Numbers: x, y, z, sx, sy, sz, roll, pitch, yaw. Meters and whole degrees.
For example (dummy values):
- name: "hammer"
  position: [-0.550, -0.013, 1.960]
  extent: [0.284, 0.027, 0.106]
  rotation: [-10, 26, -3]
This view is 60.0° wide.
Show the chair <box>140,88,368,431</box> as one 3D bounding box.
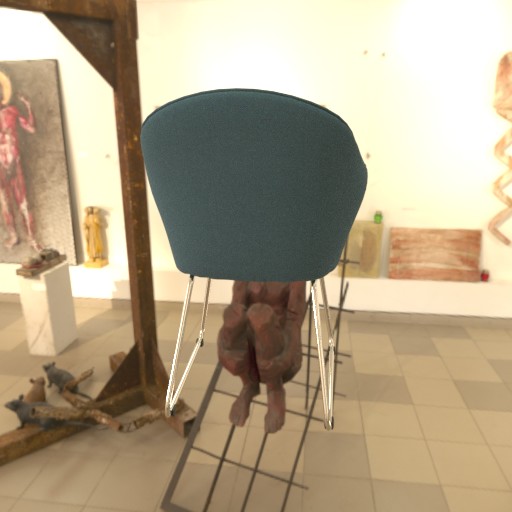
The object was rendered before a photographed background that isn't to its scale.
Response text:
- name: "chair"
  position: [0.000, 0.000, 1.208]
  extent: [0.570, 0.815, 0.585]
  rotation: [2, 16, 7]
